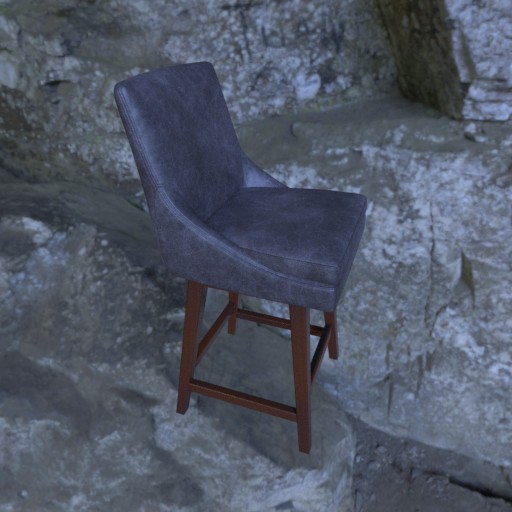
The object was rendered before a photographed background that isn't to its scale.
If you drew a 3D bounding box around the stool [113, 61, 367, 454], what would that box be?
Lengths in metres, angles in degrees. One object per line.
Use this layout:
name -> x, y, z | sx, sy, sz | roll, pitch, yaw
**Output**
stool -> 0.000, 0.000, 1.361 | 0.587, 1.046, 0.492 | 10, 31, 17
